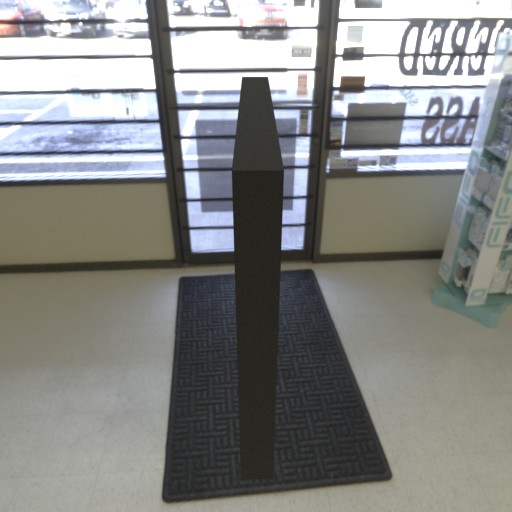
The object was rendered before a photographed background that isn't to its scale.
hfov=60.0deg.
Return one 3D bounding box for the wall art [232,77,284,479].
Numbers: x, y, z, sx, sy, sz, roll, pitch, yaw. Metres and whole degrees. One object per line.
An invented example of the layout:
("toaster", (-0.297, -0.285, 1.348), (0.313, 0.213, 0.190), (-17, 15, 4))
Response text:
("wall art", (0.000, 0.000, 0.469), (0.030, 0.305, 0.308), (0, 31, 0))
